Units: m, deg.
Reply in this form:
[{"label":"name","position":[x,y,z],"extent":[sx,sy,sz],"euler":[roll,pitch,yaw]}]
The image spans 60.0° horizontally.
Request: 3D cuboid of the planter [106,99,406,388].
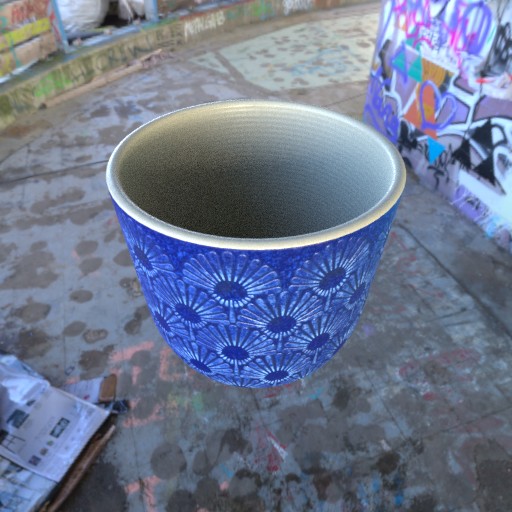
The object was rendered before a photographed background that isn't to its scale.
[{"label":"planter","position":[0.000,0.000,0.374],"extent":[0.206,0.190,0.206],"euler":[0,41,0]}]
